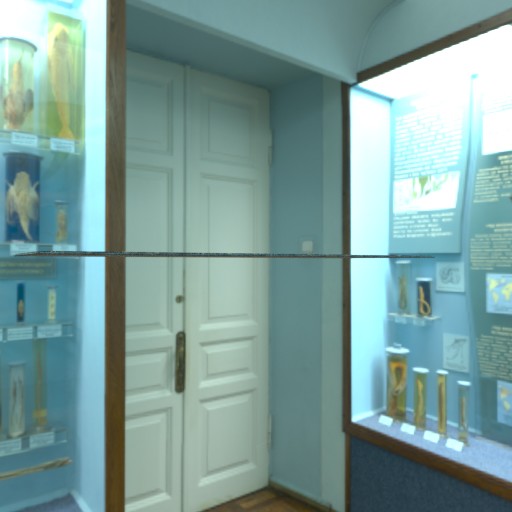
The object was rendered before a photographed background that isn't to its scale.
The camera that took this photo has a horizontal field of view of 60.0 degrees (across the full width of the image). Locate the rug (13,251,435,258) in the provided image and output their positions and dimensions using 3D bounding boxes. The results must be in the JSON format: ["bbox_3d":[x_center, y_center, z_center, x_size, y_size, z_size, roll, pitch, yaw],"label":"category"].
[{"bbox_3d":[0.000,0.000,2.445,2.292,0.014,0.685,1,-1,-35],"label":"rug"}]
